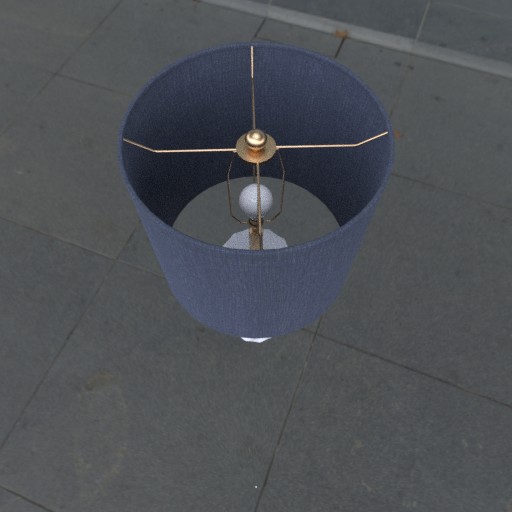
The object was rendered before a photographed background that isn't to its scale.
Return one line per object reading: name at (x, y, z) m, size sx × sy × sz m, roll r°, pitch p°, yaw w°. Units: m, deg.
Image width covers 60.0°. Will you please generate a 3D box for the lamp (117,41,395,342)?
lamp at (0.000, 0.000, 0.683) m, size 0.277 × 0.537 × 0.277 m, roll 33°, pitch 67°, yaw 16°
